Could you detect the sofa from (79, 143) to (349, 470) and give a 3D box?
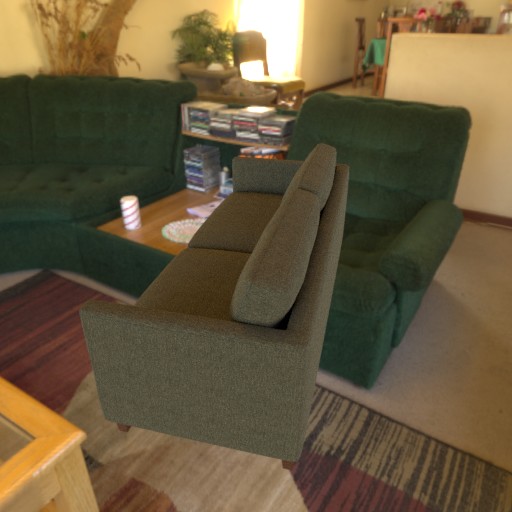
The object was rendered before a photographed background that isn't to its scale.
[{"bbox_3d":[0.000,0.000,2.709,0.948,0.965,2.208,7,30,13],"label":"sofa"}]
